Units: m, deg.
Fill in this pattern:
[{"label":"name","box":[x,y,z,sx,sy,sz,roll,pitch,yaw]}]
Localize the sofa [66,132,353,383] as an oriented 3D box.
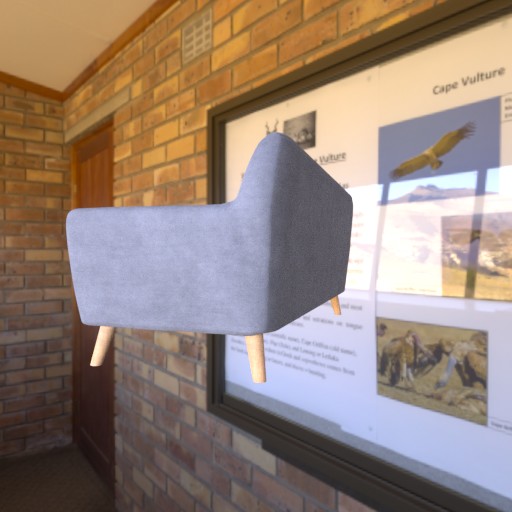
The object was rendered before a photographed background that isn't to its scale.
[{"label":"sofa","box":[0.000,0.000,2.393,0.830,0.830,1.970,0,0,19]}]
